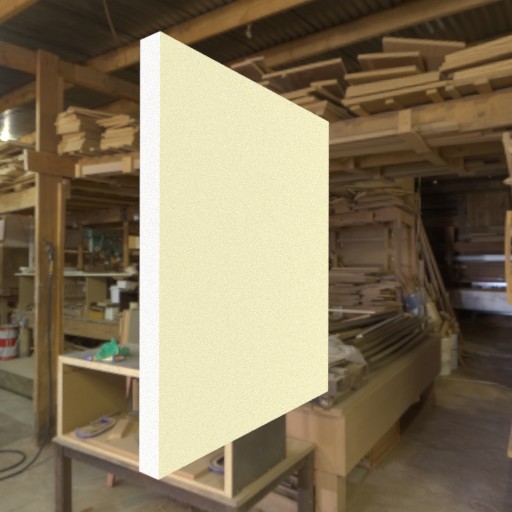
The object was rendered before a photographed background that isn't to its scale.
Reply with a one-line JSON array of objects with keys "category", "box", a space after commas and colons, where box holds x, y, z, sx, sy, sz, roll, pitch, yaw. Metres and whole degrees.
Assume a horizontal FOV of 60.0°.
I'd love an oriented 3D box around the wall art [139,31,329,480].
[{"category": "wall art", "box": [0.000, 0.000, 0.739, 0.039, 0.553, 0.451, 0, 0, 36]}]
